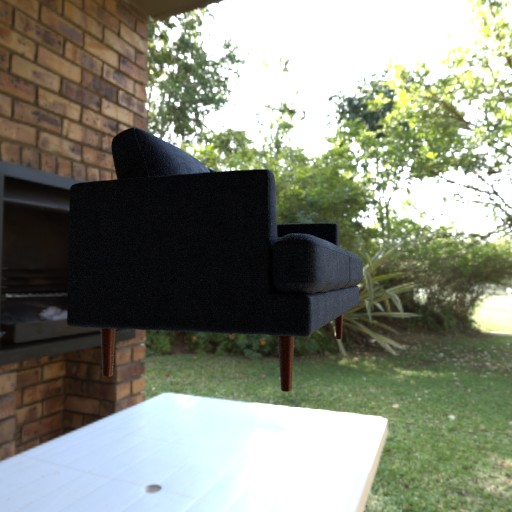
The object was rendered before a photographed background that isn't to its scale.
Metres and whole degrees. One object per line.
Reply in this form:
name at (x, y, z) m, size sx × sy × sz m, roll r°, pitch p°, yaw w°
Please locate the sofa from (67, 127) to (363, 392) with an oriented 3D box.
sofa at (0.000, 0.000, 2.161) m, size 0.903 × 0.944 × 1.582 m, roll -1°, pitch -3°, yaw 18°
